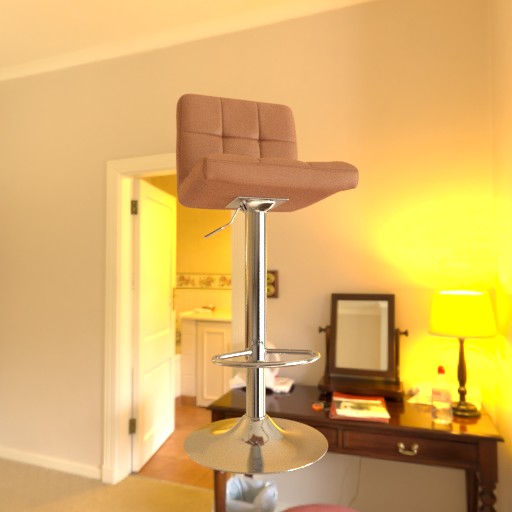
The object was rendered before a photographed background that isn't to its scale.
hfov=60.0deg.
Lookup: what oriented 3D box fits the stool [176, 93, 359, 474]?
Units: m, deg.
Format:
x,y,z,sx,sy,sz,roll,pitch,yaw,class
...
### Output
x,y,z,sx,sy,sz,roll,pitch,yaw,class
0.000,0.000,1.335,0.430,1.115,0.505,1,-2,-18,stool
